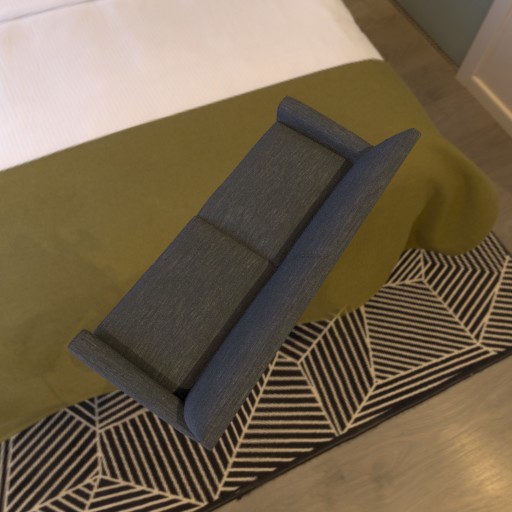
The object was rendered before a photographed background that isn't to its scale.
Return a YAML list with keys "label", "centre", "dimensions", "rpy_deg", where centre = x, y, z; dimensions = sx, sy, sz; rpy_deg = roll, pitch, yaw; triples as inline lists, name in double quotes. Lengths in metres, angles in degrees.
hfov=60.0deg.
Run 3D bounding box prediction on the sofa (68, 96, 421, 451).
- label: "sofa"
  centre: [0.000, 0.000, 2.521]
  dimensions: [0.875, 0.846, 1.976]
  rpy_deg: [32, 68, 14]
